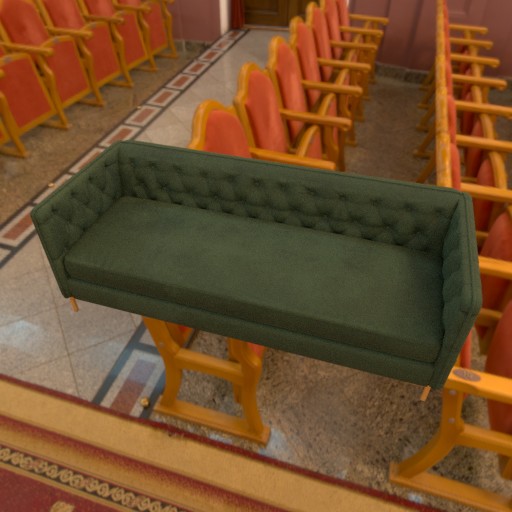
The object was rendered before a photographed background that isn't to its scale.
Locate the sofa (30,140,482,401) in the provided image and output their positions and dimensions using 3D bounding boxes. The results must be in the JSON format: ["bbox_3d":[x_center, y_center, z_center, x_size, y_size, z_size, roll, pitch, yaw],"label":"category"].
[{"bbox_3d":[0.000,0.000,2.554,2.209,0.771,0.895,12,42,13],"label":"sofa"}]
